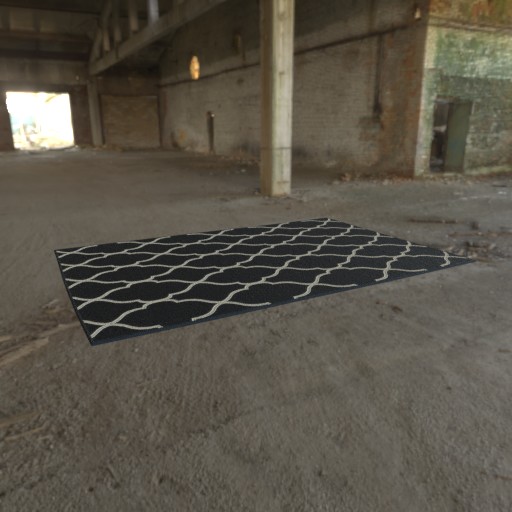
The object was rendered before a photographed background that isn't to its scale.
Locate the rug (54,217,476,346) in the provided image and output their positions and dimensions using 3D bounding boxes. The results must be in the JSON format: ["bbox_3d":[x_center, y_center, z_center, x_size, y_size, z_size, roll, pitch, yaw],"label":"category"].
[{"bbox_3d":[0.000,0.000,2.853,2.290,0.014,1.526,-9,19,-27],"label":"rug"}]
